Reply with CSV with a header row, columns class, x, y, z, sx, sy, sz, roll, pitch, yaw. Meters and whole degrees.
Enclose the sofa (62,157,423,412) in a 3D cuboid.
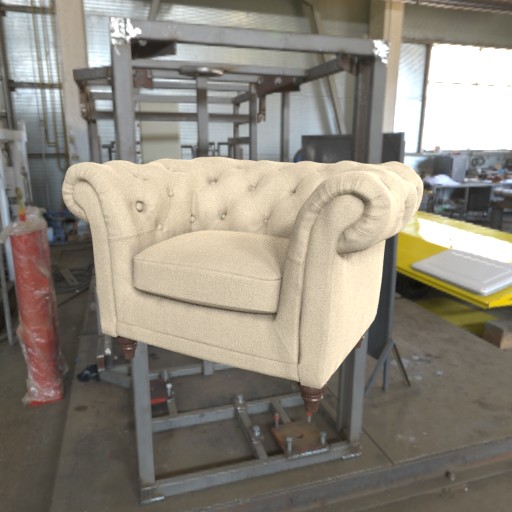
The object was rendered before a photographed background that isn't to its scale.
class,x,y,z,sx,sy,sz,roll,pitch,yaw
sofa,0.000,0.000,2.061,1.405,0.878,1.034,7,16,27
